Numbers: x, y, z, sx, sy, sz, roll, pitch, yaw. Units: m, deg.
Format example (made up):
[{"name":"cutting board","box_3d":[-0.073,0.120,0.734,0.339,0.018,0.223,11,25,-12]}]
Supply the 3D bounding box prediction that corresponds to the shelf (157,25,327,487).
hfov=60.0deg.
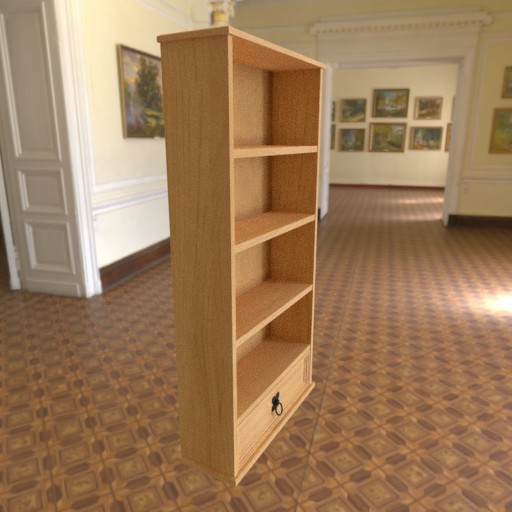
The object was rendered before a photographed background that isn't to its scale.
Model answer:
[{"name":"shelf","box_3d":[0.000,0.000,1.212,0.175,1.030,0.520,8,17,28]}]
